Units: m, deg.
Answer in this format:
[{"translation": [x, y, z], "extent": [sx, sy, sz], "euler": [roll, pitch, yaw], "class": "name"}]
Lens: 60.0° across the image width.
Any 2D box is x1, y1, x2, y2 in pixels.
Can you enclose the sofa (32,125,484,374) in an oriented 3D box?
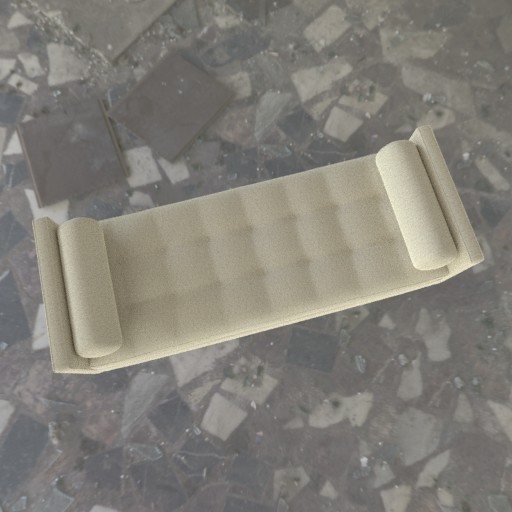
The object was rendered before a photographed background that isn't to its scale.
[{"translation": [0.000, 0.000, 2.325], "extent": [1.985, 0.641, 0.746], "euler": [-14, 75, -4], "class": "sofa"}]
